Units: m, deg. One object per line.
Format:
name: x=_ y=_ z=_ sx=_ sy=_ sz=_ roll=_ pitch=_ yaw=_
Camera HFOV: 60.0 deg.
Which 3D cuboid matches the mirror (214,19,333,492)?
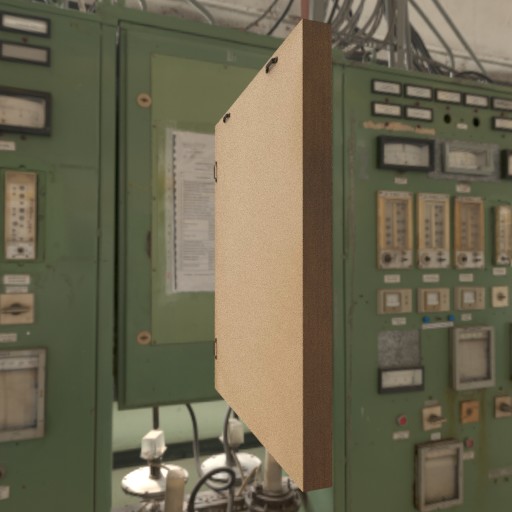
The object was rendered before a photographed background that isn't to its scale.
mirror: x=0.000 y=0.000 z=0.671 sx=0.041 sy=0.508 sz=0.405 roll=0 pitch=-1 yaw=-19
